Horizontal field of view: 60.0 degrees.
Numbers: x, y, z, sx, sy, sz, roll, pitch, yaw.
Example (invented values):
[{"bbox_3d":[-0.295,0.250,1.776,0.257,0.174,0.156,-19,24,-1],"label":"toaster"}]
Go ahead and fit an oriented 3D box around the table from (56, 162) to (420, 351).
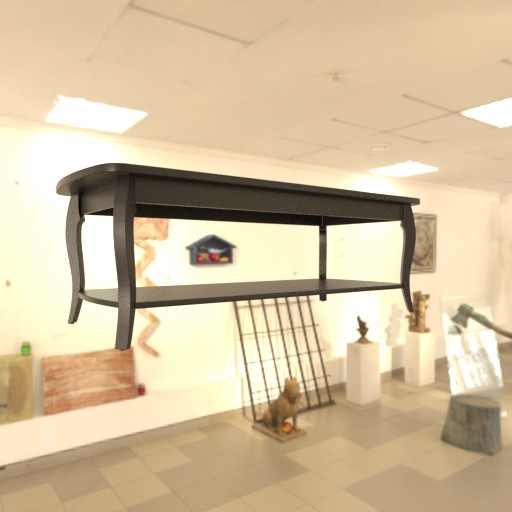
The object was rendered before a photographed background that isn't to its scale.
[{"bbox_3d":[0.000,0.000,1.641,1.333,0.457,0.571,0,1,-36],"label":"table"}]
